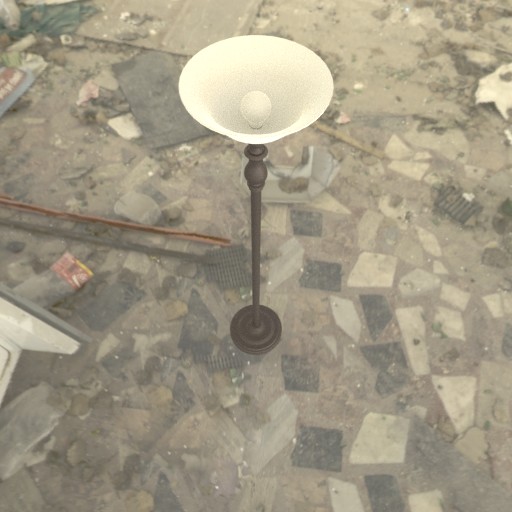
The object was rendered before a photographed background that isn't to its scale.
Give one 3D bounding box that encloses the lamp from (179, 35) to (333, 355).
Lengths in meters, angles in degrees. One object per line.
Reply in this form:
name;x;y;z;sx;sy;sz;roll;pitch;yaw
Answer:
lamp;0.000;0.000;1.936;0.405;1.797;0.405;29;64;16
